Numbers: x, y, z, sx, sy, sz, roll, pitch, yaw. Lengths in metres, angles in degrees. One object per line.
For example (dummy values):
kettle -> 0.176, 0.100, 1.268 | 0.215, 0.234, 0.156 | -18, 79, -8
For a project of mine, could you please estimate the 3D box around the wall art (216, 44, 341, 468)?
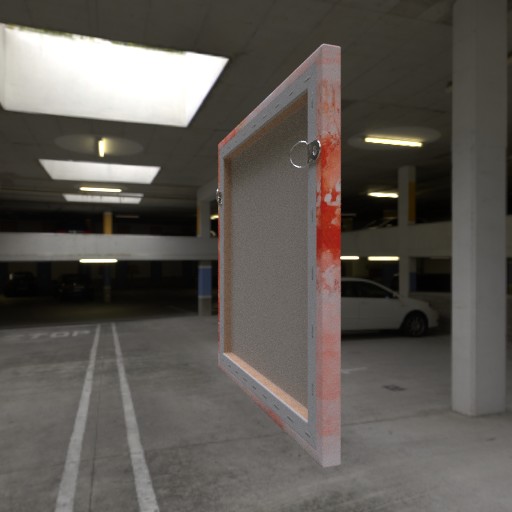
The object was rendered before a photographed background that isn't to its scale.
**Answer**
wall art -> 0.000, 0.000, 1.130 | 0.064, 0.746, 0.747 | 0, 0, -19
